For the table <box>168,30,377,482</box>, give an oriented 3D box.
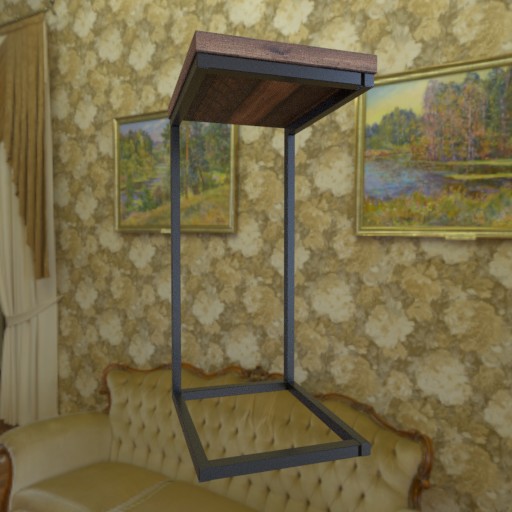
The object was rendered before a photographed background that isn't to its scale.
[{"bbox_3d":[0.000,0.000,0.942,0.323,0.718,0.414,-1,2,-17],"label":"table"}]
